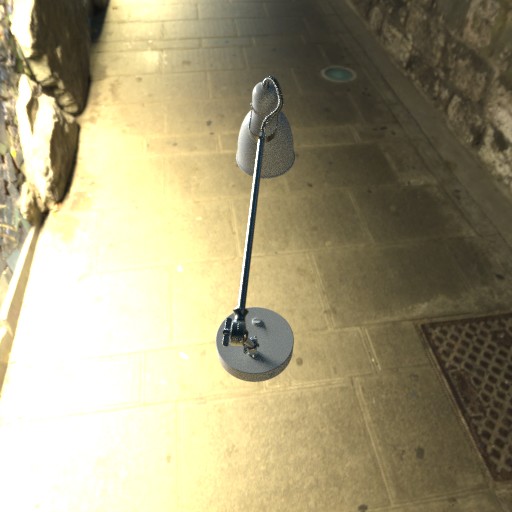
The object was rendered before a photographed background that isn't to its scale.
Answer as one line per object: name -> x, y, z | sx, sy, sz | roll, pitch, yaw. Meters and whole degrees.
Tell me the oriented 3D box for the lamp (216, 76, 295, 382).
lamp -> 0.000, 0.000, 0.892 | 0.187, 0.587, 0.561 | 4, 47, 4
